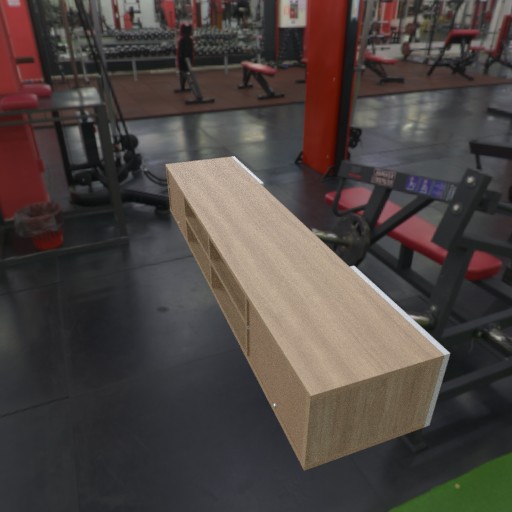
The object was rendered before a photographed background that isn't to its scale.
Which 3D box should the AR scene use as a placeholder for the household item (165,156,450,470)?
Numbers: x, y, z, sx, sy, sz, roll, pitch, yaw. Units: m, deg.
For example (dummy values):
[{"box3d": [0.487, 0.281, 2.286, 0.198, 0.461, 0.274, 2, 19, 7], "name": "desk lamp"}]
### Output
[{"box3d": [0.000, 0.000, 1.957, 0.420, 0.310, 1.850, -11, 32, -18], "name": "household item"}]
